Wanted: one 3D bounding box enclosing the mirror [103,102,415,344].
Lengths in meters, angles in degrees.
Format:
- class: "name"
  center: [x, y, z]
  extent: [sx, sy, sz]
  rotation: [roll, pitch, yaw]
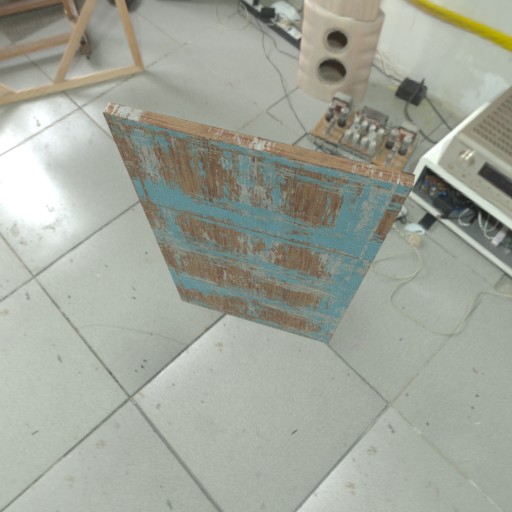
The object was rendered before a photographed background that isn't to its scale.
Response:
- class: "mirror"
  center: [0.000, 0.000, 1.527]
  extent: [0.707, 1.213, 0.083]
  rotation: [15, 65, 7]
